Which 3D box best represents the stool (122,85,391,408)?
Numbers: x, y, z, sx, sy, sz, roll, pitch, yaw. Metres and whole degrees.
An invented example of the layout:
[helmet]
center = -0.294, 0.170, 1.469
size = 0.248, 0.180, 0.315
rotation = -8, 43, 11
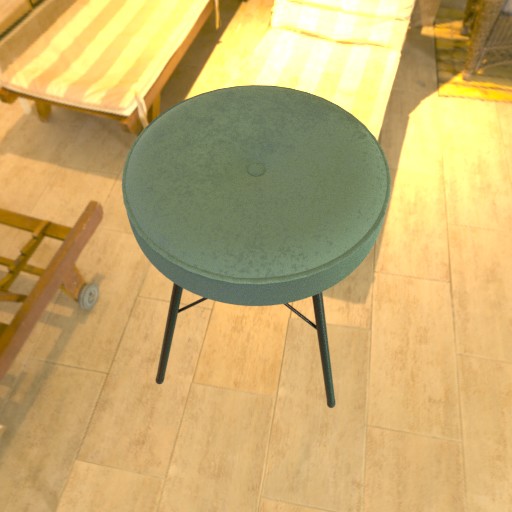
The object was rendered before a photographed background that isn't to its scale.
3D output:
[stool]
center = 0.000, 0.000, 0.876
size = 0.457, 0.519, 0.458
rotation = 14, 58, 9
